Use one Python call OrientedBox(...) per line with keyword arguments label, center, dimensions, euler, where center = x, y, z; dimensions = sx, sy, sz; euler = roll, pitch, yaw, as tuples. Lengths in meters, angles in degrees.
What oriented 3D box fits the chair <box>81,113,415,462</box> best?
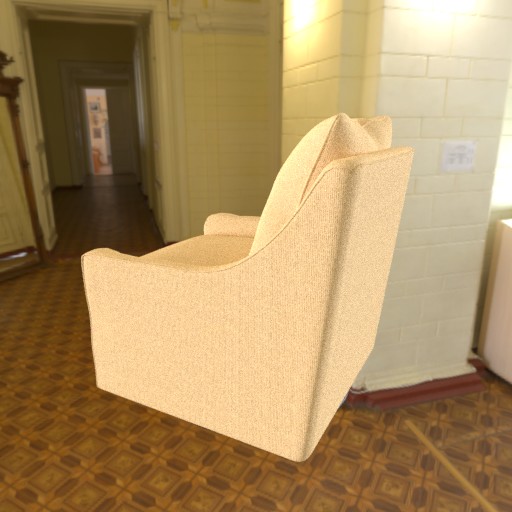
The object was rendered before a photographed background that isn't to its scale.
OrientedBox(label="chair", center=(0.000, 0.000, 1.531), dimensions=(0.876, 0.927, 0.760), euler=(9, 19, 27))
